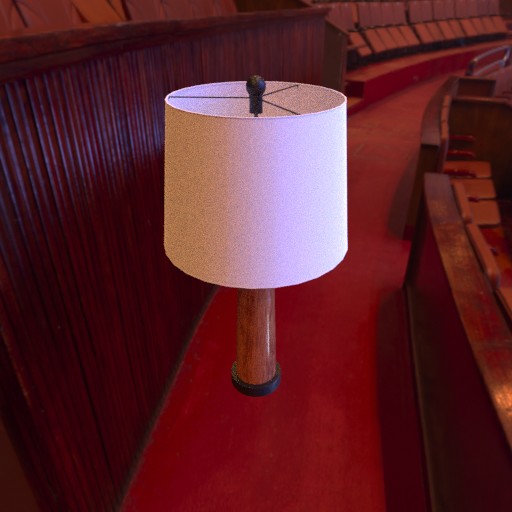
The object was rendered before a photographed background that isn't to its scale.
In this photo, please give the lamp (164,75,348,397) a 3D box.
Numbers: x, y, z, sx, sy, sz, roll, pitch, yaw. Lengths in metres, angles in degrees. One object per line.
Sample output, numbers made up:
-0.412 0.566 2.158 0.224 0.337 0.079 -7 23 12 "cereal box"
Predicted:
0.000 0.000 0.874 0.349 0.667 0.349 0 31 0 "lamp"
